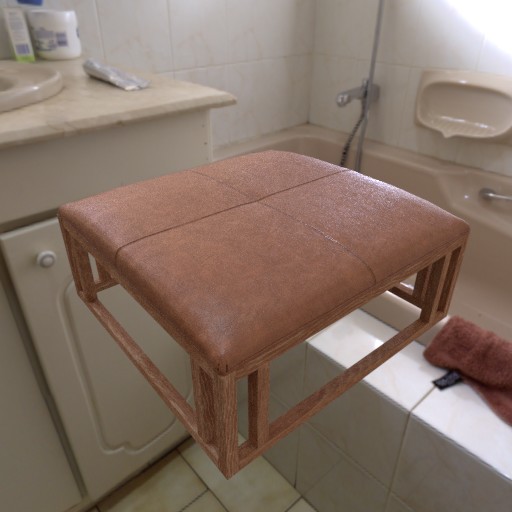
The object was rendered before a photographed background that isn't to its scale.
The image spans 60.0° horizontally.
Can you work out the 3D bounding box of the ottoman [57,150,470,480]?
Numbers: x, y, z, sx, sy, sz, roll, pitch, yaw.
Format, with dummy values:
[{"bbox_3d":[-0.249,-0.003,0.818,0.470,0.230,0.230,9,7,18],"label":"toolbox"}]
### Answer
[{"bbox_3d":[0.000,0.000,1.592,1.016,0.442,1.013,-23,38,-33],"label":"ottoman"}]
